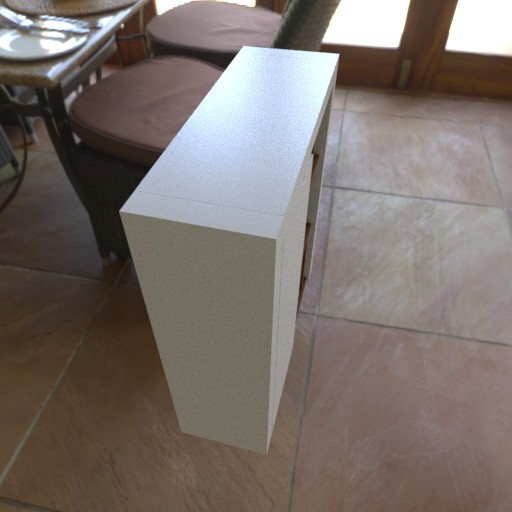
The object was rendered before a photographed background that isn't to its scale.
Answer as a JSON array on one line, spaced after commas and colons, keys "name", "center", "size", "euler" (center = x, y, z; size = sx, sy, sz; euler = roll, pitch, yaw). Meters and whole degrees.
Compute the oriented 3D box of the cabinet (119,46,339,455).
[{"name": "cabinet", "center": [0.000, 0.000, 1.667], "size": [0.348, 1.150, 0.990], "euler": [11, 46, 10]}]
